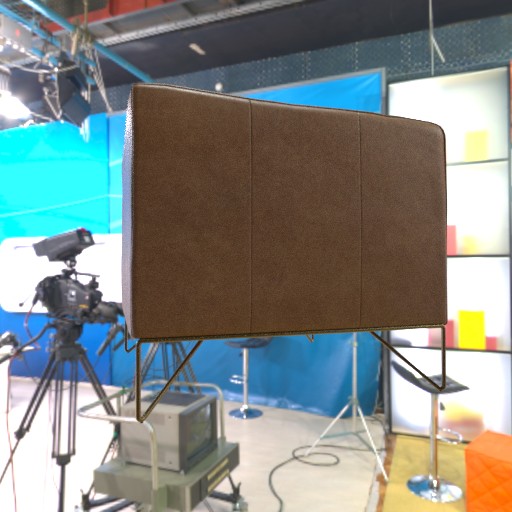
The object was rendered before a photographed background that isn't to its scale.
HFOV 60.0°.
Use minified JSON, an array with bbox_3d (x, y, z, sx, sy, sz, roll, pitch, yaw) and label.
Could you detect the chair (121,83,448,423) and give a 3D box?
[{"bbox_3d":[0.000,0.000,1.578,0.912,0.797,0.920,0,-1,-18],"label":"chair"}]
